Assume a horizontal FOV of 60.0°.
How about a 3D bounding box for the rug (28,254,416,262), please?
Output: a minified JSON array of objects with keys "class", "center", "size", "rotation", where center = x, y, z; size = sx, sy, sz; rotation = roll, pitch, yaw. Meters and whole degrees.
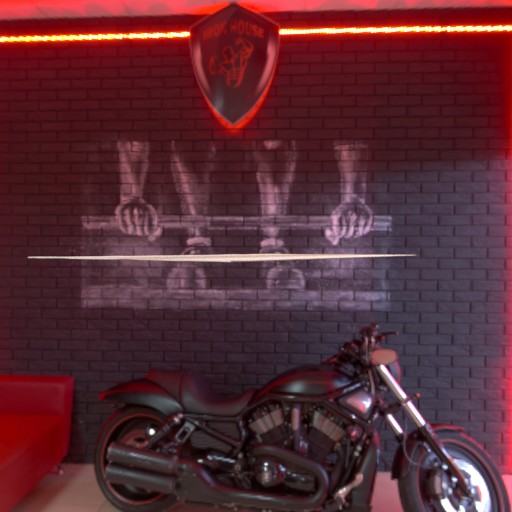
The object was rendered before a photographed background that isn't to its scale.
[{"class":"rug","center":[0.000,0.000,3.119],"size":[1.522,0.012,2.440],"rotation":[1,1,36]}]
